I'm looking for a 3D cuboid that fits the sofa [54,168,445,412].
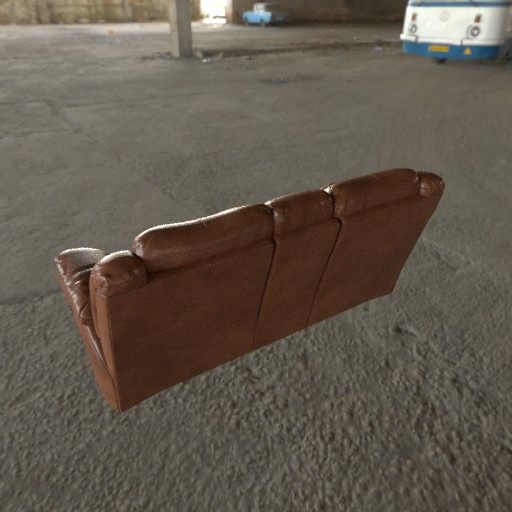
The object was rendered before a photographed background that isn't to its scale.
[{"bbox_3d":[0.000,0.000,2.600,2.058,1.043,0.991,-18,34,-28],"label":"sofa"}]
